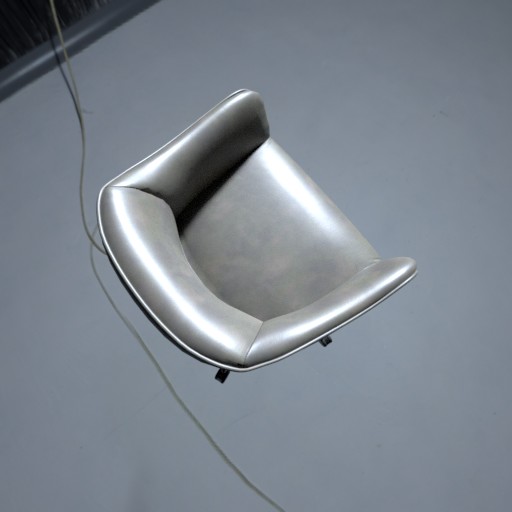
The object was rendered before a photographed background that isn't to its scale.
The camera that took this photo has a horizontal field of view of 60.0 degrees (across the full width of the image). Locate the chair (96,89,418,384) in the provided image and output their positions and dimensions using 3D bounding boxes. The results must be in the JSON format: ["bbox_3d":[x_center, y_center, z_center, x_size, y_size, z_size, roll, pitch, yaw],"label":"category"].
[{"bbox_3d":[0.000,0.000,1.361,0.689,0.827,0.713,-38,78,-10],"label":"chair"}]
